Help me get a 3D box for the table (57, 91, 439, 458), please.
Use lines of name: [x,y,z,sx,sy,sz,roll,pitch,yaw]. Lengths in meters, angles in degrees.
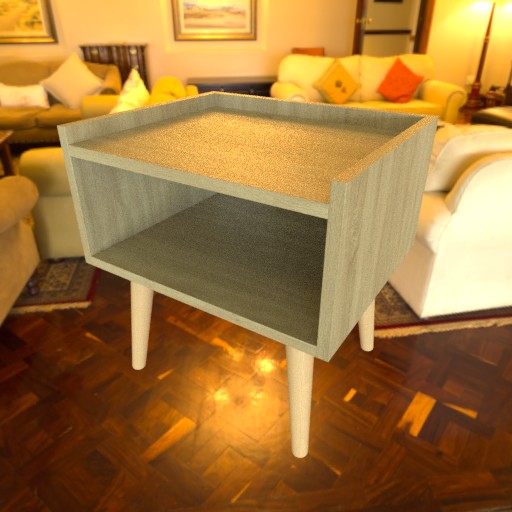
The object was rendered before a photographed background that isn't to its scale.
table: [0.000,0.000,0.787,0.450,0.470,0.370,17,34,28]
